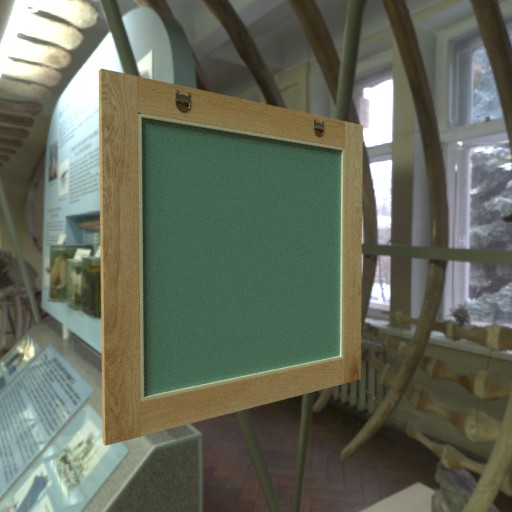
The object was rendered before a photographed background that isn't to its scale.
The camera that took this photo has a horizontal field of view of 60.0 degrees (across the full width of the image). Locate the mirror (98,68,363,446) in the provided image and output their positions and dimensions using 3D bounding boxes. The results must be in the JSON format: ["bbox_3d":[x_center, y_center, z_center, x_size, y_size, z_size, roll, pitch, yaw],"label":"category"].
[{"bbox_3d":[0.000,0.000,1.173,0.800,0.800,0.020,-1,2,-35],"label":"mirror"}]
